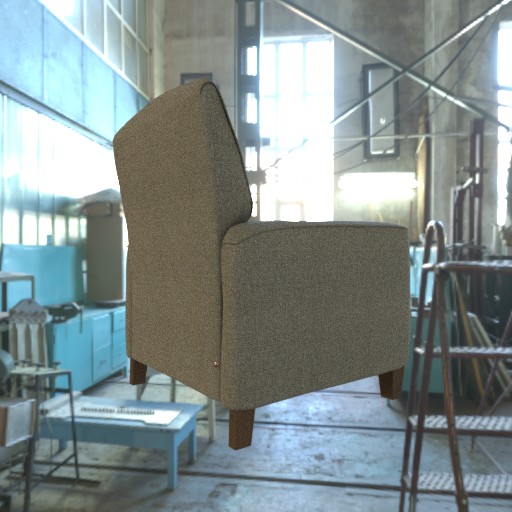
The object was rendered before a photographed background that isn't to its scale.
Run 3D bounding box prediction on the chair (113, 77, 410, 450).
[{"bbox_3d":[0.000,0.000,1.660,0.864,1.014,0.848,0,1,-37],"label":"chair"}]
